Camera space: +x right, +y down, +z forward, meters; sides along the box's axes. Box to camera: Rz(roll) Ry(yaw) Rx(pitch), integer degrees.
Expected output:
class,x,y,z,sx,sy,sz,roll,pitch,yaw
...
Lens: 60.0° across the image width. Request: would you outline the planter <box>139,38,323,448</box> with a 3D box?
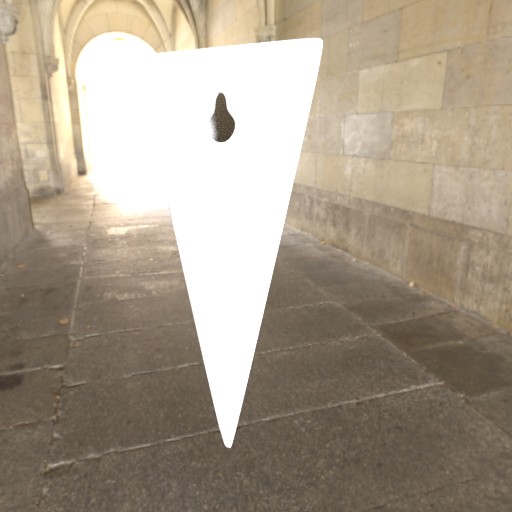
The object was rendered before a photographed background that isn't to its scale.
class,x,y,z,sx,sy,sz,roll,pitch,yaw
planter,0.000,0.000,0.273,0.101,0.224,0.081,8,17,26
